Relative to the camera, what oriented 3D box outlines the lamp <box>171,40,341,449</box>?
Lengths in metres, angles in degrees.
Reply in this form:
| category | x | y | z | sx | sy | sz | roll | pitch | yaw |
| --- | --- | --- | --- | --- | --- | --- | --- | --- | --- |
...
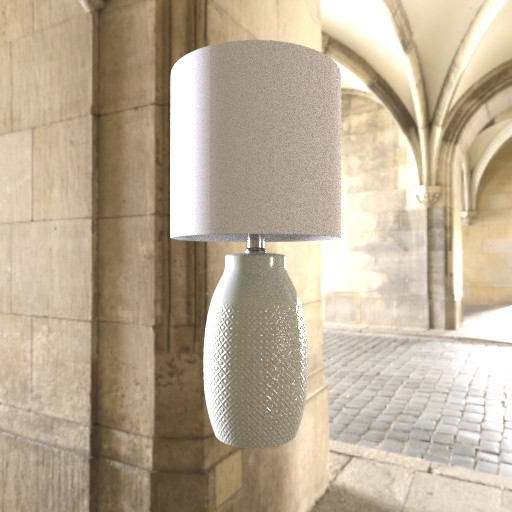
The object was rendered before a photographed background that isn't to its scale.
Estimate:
| category | x | y | z | sx | sy | sz | roll | pitch | yaw |
| --- | --- | --- | --- | --- | --- | --- | --- | --- | --- |
| lamp | 0.000 | 0.000 | 0.572 | 0.217 | 0.453 | 0.217 | 0 | -1 | -18 |
